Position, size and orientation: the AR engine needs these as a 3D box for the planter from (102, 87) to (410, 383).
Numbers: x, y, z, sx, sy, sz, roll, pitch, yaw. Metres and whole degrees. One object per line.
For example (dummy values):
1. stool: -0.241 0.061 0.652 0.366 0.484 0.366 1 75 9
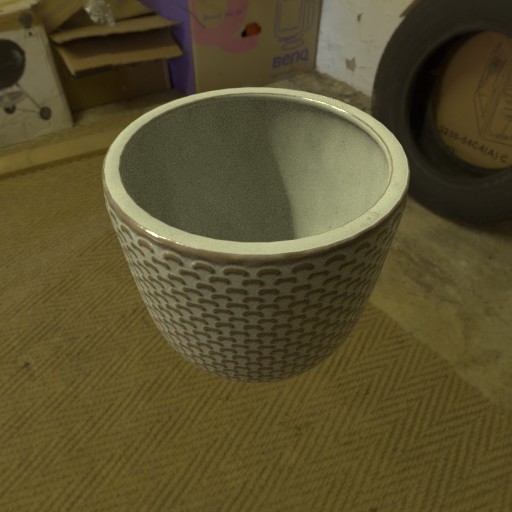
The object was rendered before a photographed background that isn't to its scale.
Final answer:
1. planter: 0.000 0.000 0.352 0.197 0.191 0.197 0 45 0
